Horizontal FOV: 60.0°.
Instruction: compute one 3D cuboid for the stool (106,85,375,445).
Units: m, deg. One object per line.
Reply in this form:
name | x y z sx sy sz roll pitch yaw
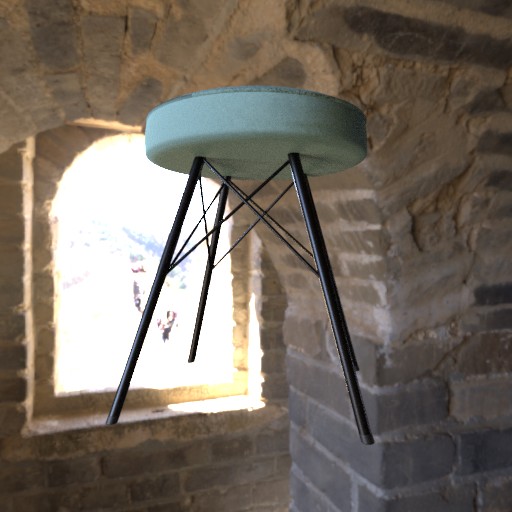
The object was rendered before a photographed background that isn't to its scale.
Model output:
stool | 0.000 0.000 0.841 0.458 0.519 0.457 0 1 19
